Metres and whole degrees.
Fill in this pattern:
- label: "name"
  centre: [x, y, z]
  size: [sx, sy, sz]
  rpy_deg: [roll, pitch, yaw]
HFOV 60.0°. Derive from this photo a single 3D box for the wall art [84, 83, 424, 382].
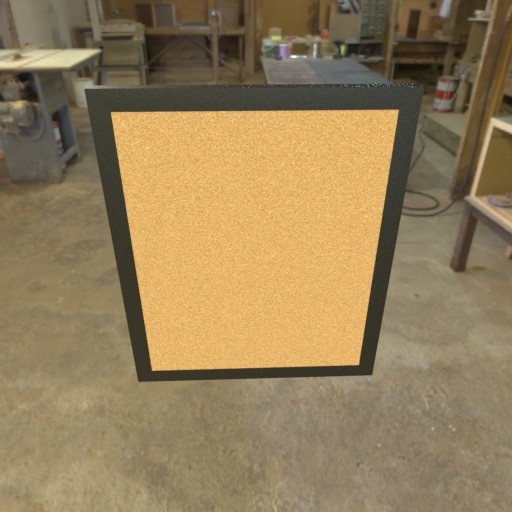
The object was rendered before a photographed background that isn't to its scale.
- label: "wall art"
  centre: [0.000, 0.000, 0.701]
  size: [0.432, 0.508, 0.025]
  rpy_deg: [-1, 30, -2]
